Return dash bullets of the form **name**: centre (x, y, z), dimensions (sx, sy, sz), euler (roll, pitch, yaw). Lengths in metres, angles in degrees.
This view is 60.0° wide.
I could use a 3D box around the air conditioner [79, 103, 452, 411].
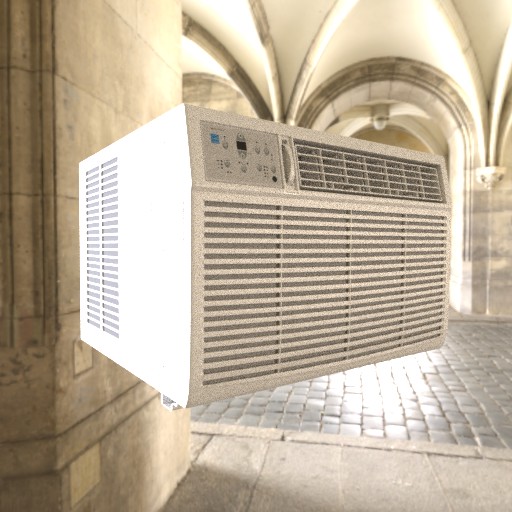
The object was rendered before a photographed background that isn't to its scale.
- **air conditioner**: centre (0.000, 0.000, 1.038), dimensions (0.645, 0.455, 0.599), euler (-1, 2, -36)
